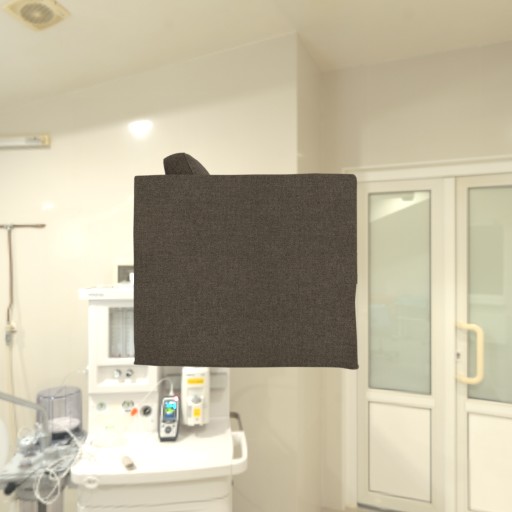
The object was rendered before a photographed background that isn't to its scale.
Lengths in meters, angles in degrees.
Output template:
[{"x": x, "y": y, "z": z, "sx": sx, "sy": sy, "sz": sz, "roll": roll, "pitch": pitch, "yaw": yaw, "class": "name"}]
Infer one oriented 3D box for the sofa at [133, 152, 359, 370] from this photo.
[{"x": 0.000, "y": 0.000, "z": 3.309, "sx": 1.036, "sy": 0.998, "sz": 2.779, "roll": 0, "pitch": 0, "yaw": 2, "class": "sofa"}]
